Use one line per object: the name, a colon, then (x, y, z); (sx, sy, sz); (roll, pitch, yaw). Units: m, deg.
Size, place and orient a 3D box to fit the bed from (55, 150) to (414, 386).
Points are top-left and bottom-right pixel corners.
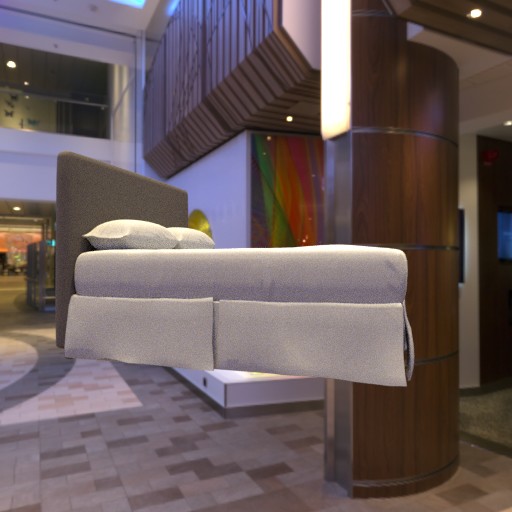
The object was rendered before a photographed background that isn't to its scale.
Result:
bed: (0.000, 0.000, 3.247); (2.142, 1.330, 1.748); (0, -1, 18)
